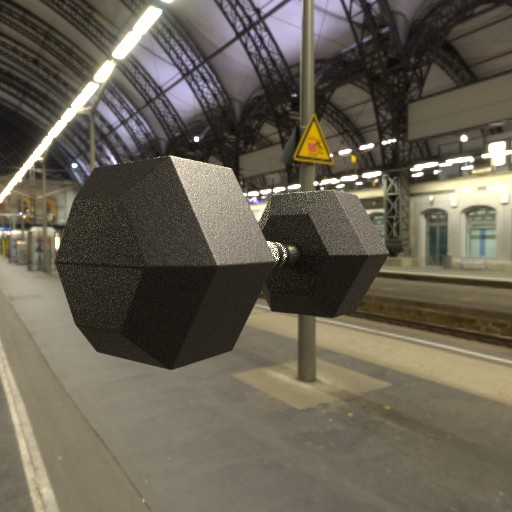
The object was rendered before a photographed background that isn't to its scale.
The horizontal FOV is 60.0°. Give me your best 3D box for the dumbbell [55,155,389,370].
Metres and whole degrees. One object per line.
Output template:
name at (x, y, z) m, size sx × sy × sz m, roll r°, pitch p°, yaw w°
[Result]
dumbbell at (0.000, 0.000, 0.329) m, size 0.122 × 0.106 × 0.271 m, roll 1°, pitch 2°, yaw 36°
